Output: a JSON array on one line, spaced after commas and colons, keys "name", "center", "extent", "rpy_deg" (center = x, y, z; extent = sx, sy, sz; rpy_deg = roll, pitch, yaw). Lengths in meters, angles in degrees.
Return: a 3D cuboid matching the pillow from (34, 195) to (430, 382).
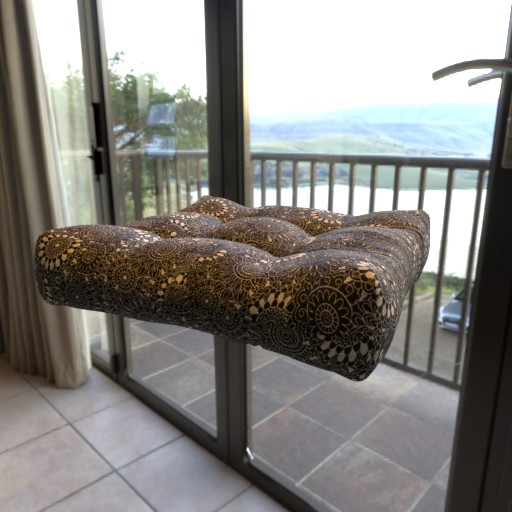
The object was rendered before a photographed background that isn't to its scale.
[{"name": "pillow", "center": [0.000, 0.000, 0.711], "extent": [0.490, 0.128, 0.468], "rpy_deg": [7, 16, 25]}]
